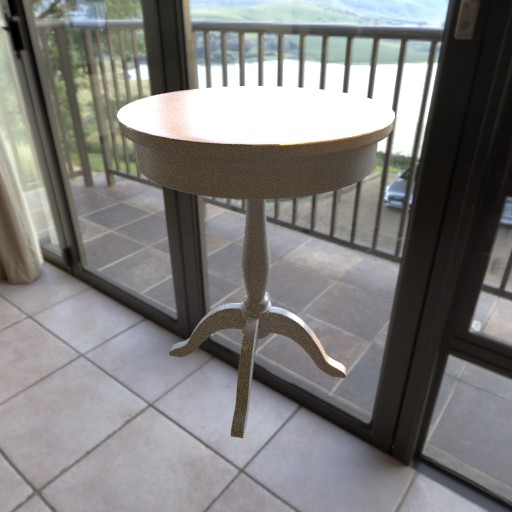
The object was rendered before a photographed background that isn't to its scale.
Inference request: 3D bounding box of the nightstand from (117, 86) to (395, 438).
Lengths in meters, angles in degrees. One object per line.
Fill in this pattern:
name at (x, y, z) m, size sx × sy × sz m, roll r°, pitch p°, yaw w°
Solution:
nightstand at (0.000, 0.000, 1.007) m, size 0.513 × 0.653 × 0.513 m, roll 10°, pitch 31°, yaw 17°
